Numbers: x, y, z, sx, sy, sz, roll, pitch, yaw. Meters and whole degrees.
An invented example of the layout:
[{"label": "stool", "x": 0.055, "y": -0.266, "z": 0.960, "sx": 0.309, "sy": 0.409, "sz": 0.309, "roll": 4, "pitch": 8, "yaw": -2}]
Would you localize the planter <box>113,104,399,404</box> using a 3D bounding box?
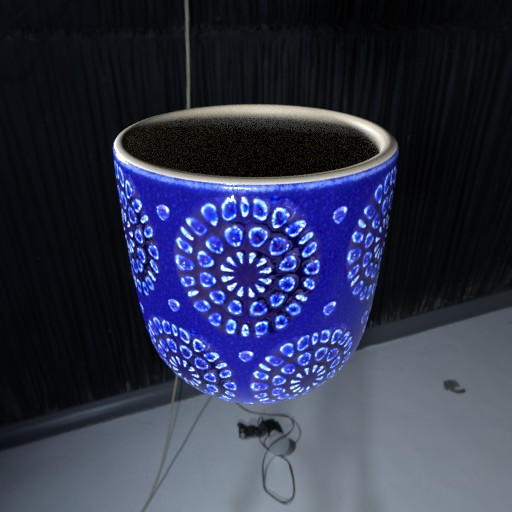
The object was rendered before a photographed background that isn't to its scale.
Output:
[{"label": "planter", "x": 0.000, "y": 0.000, "z": 0.201, "sx": 0.109, "sy": 0.112, "sz": 0.109, "roll": 0, "pitch": 30, "yaw": 0}]
